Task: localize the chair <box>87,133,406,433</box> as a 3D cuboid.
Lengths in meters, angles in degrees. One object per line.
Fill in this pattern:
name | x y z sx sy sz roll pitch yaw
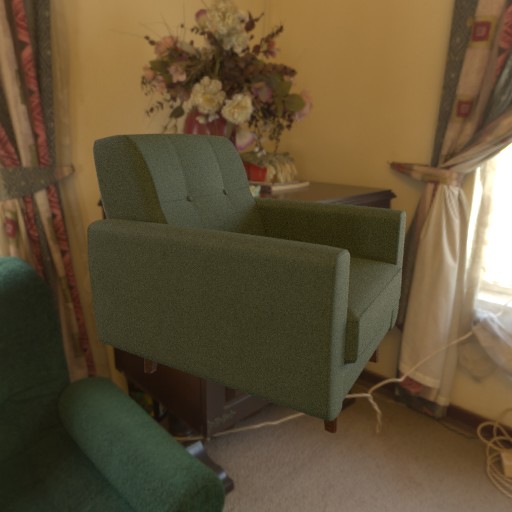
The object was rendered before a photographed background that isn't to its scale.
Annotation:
chair | 0.000 0.000 1.572 0.909 0.841 0.831 8 17 28
